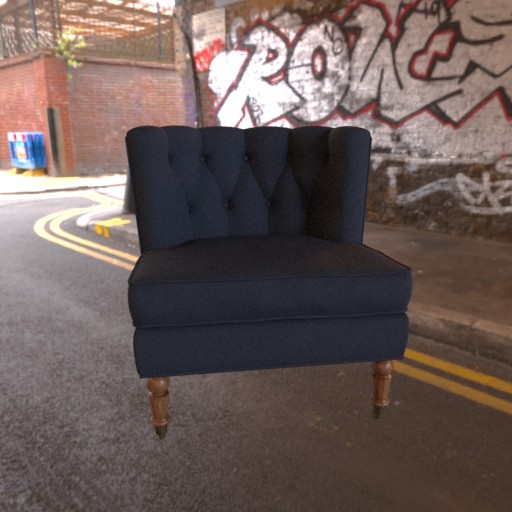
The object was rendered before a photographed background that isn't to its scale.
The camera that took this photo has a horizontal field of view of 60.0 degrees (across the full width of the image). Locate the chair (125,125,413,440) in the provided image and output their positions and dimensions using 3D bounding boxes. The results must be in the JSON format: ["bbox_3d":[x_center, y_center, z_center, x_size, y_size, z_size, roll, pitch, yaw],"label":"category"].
[{"bbox_3d":[0.000,0.000,1.350,0.740,0.771,0.718,-2,16,-8],"label":"chair"}]
